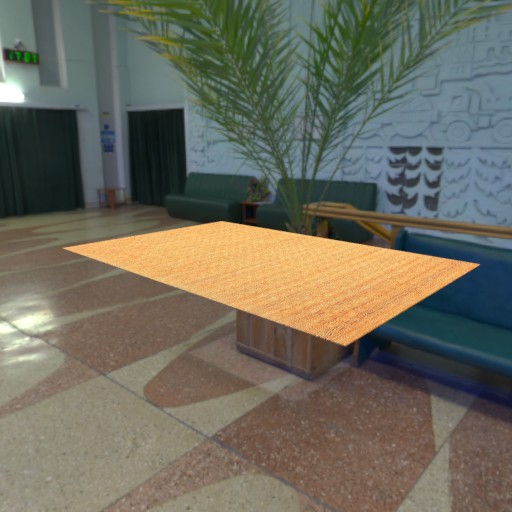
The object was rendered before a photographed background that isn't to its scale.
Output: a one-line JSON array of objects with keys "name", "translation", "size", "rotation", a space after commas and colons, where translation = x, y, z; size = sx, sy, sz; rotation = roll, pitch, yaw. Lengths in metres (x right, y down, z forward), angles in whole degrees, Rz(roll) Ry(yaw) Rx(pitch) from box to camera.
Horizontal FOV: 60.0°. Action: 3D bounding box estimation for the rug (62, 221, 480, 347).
[{"name": "rug", "translation": [0.000, 0.000, 2.894], "size": [2.285, 0.006, 1.524], "rotation": [13, 19, 41]}]
